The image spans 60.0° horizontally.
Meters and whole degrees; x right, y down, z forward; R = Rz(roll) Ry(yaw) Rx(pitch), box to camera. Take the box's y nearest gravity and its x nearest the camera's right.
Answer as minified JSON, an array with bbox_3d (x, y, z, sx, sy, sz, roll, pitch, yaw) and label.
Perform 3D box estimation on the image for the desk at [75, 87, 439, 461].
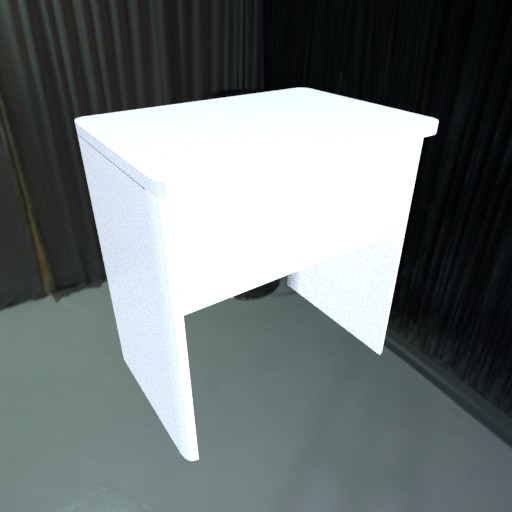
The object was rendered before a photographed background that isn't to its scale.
[{"bbox_3d":[0.000,0.000,1.317,0.762,0.800,0.549,-19,36,-29],"label":"desk"}]
